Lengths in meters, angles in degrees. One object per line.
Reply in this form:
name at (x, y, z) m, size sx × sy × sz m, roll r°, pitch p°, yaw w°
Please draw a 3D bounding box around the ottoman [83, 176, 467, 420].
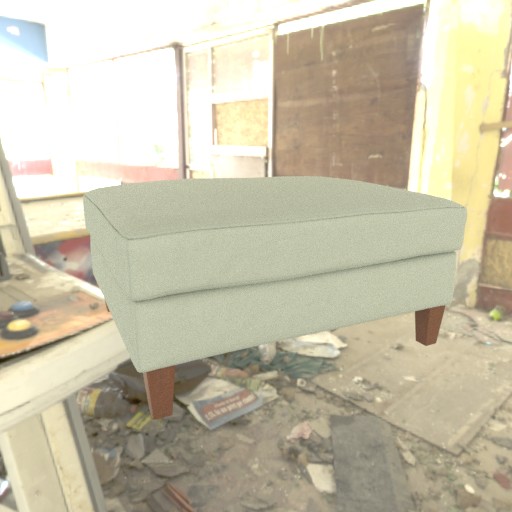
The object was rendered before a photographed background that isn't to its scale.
ottoman at (0.000, 0.000, 1.475) m, size 0.991 × 0.494 × 0.842 m, roll -7°, pitch 17°, yaw -25°
